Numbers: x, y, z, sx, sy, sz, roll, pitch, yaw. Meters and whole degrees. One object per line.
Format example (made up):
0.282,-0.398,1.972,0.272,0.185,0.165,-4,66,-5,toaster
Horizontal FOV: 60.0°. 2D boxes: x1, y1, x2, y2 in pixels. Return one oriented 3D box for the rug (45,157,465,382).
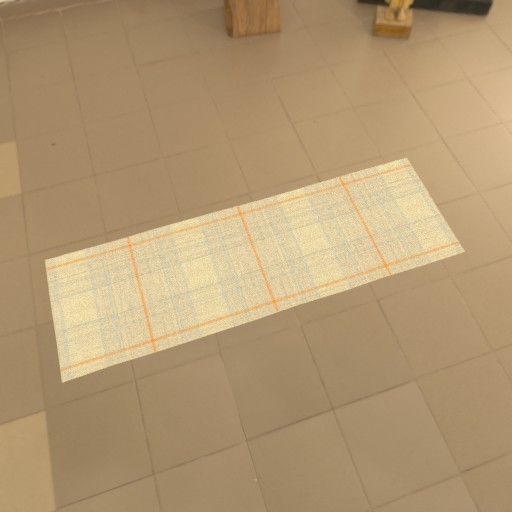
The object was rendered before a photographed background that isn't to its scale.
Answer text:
0.000,0.000,2.700,2.442,0.016,0.770,-17,64,-8,rug
